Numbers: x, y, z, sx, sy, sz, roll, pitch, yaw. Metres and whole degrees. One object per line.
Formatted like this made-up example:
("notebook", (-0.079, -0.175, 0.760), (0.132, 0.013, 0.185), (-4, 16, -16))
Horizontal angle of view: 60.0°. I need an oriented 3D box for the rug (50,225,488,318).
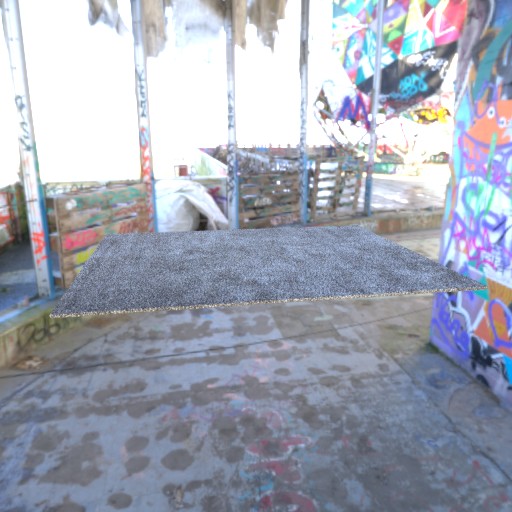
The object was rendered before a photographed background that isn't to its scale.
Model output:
("rug", (0.000, 0.000, 4.098), (3.000, 0.025, 2.401), (-3, 15, -10))
